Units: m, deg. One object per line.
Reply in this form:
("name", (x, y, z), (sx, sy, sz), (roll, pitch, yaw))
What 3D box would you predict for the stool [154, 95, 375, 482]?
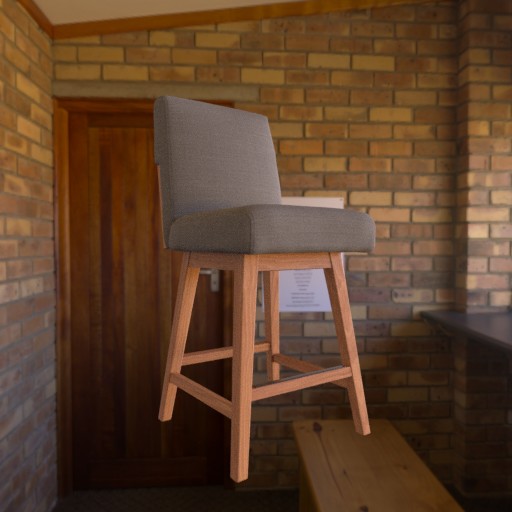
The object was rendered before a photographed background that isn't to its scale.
("stool", (0.000, 0.000, 1.331), (0.459, 1.019, 0.570), (-1, 2, -35))
